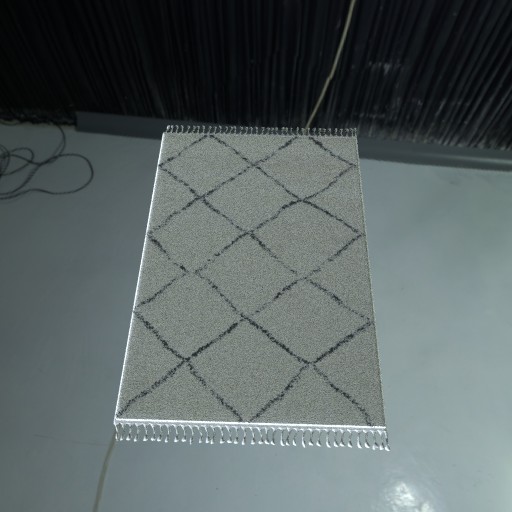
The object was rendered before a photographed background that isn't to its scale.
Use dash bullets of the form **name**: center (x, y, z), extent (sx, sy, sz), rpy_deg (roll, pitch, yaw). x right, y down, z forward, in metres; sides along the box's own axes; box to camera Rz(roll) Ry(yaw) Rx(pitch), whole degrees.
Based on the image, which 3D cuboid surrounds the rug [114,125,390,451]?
- **rug**: center (0.000, 0.000, 2.908), extent (1.494, 0.031, 2.307), rpy_deg (1, 62, 1)
